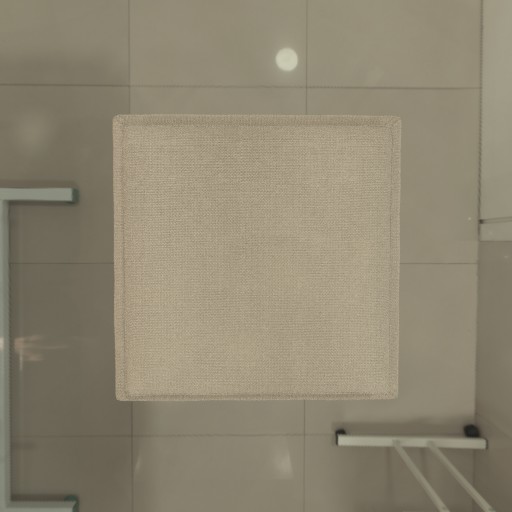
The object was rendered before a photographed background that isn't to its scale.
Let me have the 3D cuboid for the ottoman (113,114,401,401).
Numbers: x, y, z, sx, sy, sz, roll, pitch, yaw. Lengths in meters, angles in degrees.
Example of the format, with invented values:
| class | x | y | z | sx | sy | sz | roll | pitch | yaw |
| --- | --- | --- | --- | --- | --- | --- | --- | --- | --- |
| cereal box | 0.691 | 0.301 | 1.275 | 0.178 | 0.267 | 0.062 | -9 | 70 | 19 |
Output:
| class | x | y | z | sx | sy | sz | roll | pitch | yaw |
| --- | --- | --- | --- | --- | --- | --- | --- | --- | --- |
| ottoman | 0.000 | 0.000 | 0.825 | 0.450 | 0.460 | 0.451 | 0 | 92 | -1 |
